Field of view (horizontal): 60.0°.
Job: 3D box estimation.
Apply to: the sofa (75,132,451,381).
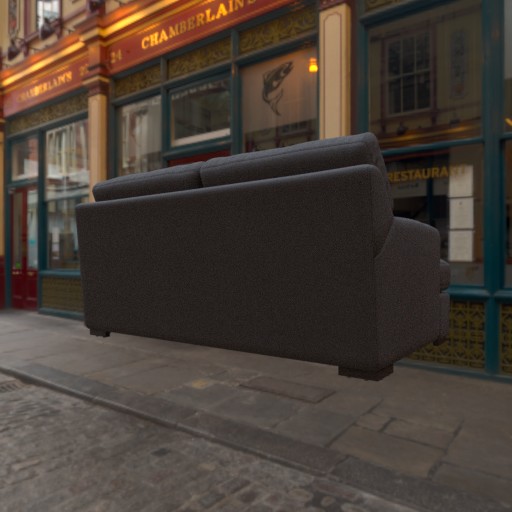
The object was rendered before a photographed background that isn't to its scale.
[{"bbox_3d":[0.000,0.000,2.496,1.880,0.940,1.143,-1,-1,36],"label":"sofa"}]
